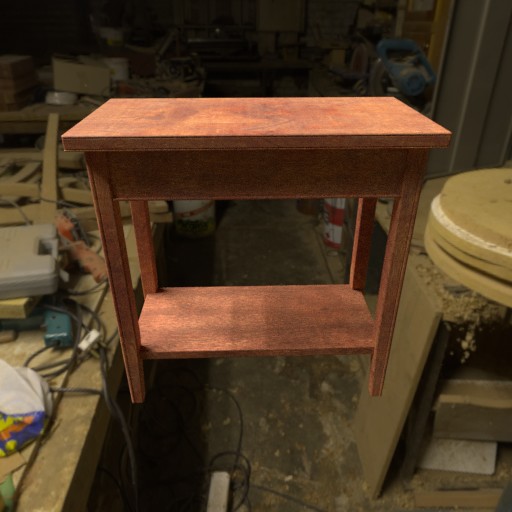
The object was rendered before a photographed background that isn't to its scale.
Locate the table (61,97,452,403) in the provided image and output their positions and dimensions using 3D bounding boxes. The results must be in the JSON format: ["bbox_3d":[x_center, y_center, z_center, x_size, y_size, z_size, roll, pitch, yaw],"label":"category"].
[{"bbox_3d":[0.000,0.000,0.972,0.610,0.610,0.305,-1,30,-2],"label":"table"}]
